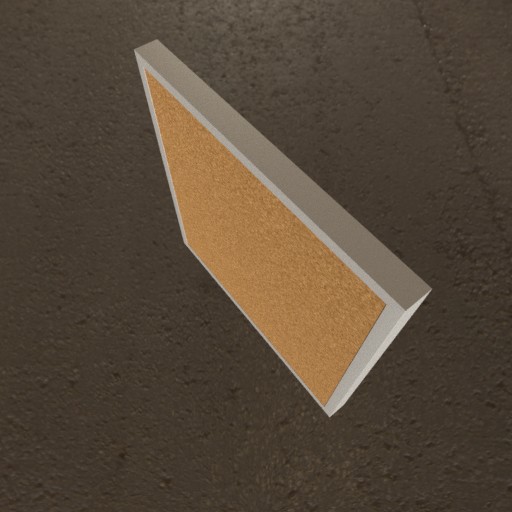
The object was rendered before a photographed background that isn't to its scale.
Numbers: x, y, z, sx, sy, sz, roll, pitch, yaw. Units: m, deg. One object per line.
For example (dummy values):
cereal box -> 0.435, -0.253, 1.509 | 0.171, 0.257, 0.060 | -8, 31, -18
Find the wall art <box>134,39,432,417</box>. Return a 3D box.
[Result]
wall art -> 0.000, 0.000, 0.744 | 0.038, 0.505, 0.506 | -34, 65, -18
